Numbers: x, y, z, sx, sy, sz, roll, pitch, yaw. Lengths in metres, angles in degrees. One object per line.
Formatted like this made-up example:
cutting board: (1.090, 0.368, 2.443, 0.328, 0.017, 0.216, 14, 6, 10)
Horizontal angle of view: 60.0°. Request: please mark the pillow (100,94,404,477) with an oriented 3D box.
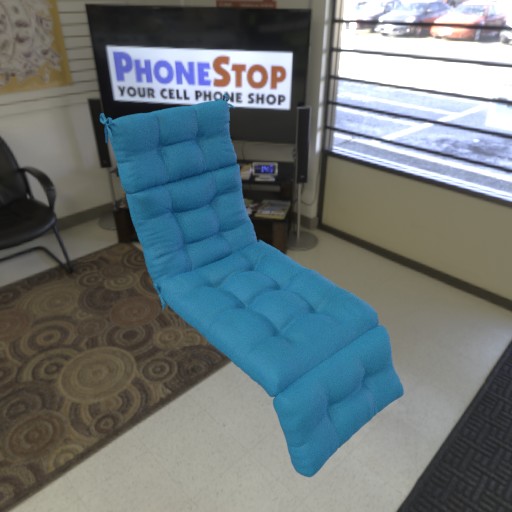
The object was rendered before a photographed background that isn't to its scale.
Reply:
pillow: (0.000, 0.000, 1.487, 0.526, 0.863, 1.016, -24, 38, -34)
